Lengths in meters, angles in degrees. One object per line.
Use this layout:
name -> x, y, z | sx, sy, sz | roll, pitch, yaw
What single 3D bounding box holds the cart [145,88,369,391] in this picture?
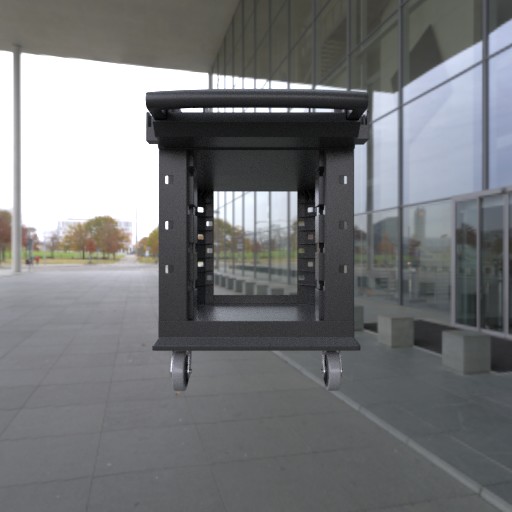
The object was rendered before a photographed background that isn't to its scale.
cart -> 0.000, 0.000, 1.733 | 0.674, 0.884, 1.239 | 0, 0, 0
